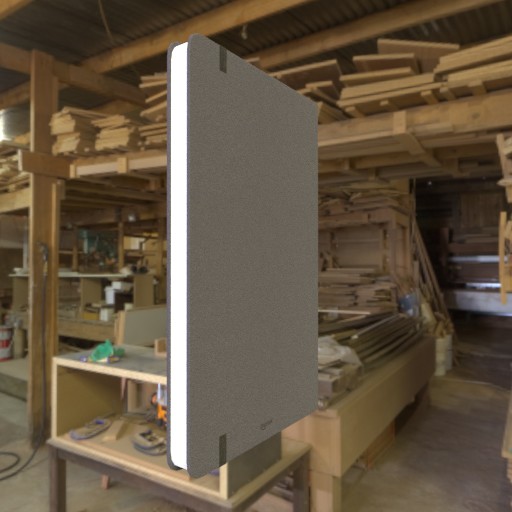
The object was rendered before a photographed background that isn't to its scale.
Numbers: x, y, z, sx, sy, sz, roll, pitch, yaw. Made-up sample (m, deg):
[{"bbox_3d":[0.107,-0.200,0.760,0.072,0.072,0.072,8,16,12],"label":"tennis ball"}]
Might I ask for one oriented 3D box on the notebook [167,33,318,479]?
[{"bbox_3d":[0.000,0.000,0.261,0.016,0.213,0.127,0,0,36],"label":"notebook"}]
